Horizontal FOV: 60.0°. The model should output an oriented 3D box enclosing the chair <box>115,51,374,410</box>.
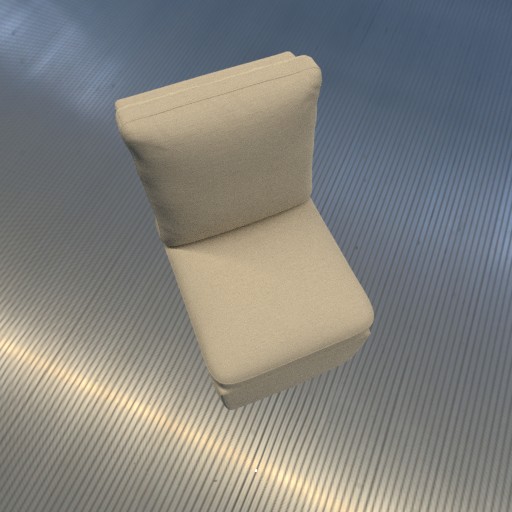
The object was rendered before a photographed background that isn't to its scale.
[{"bbox_3d":[0.000,0.000,1.329,0.503,0.927,0.698,-20,66,-9],"label":"chair"}]
